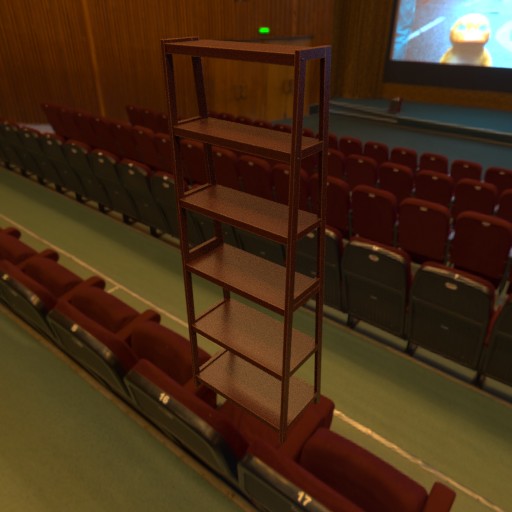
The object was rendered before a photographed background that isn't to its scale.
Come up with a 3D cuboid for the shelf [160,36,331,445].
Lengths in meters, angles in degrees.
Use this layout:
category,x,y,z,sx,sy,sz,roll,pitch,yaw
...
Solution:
category,x,y,z,sx,sy,sz,roll,pitch,yaw
shelf,0.000,0.000,2.159,0.660,1.892,0.381,22,37,33
